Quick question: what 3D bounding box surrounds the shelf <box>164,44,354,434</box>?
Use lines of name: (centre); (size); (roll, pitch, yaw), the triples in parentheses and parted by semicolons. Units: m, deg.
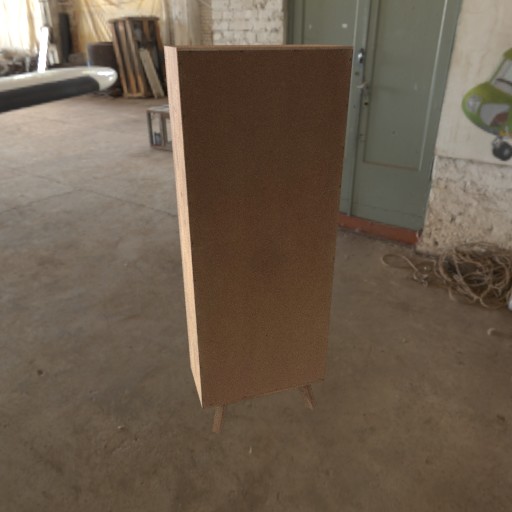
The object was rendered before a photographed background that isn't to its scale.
shelf: (0.000, 0.000, 1.566); (0.491, 1.342, 0.267); (-8, 28, -16)
